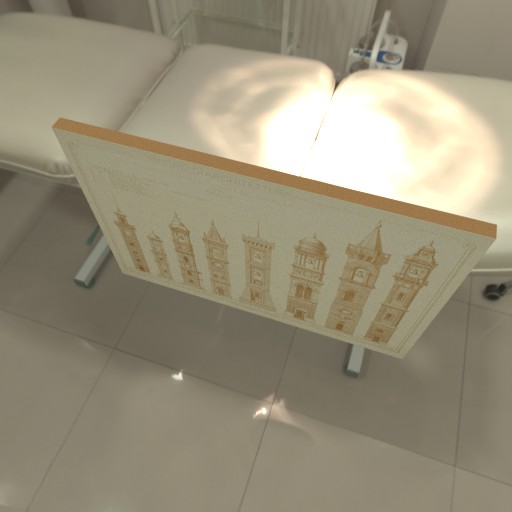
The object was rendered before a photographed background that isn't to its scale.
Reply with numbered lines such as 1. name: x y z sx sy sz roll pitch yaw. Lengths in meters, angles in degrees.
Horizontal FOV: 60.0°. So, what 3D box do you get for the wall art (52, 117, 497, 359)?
1. wall art: 0.000 0.000 1.133 0.915 0.608 0.033 16 58 10
